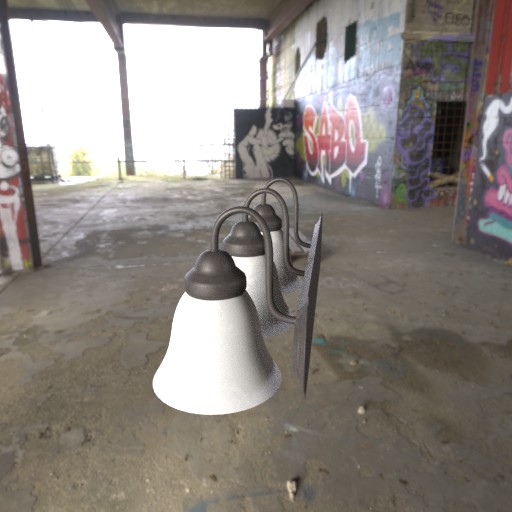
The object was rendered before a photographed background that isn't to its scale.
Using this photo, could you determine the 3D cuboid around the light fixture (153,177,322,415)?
[{"bbox_3d":[0.000,0.000,0.725,0.199,0.222,0.610,3,15,9],"label":"light fixture"}]
